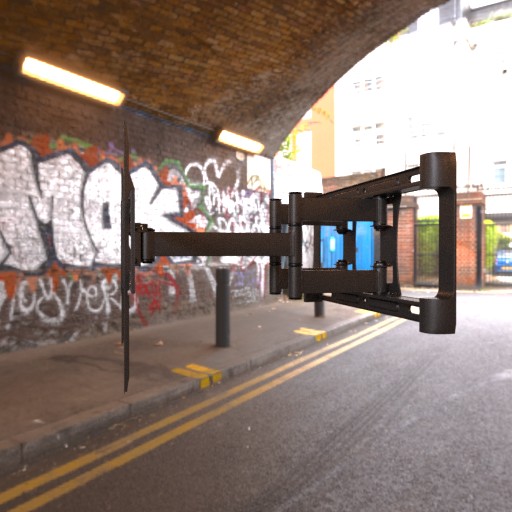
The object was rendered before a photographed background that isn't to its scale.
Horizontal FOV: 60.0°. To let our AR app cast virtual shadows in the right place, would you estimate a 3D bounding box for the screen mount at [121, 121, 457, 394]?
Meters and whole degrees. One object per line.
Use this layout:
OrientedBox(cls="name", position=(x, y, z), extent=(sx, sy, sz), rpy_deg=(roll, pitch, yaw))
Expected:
OrientedBox(cls="screen mount", position=(0.000, 0.000, 1.104), extent=(0.644, 0.491, 0.661), rpy_deg=(0, 0, -17))
